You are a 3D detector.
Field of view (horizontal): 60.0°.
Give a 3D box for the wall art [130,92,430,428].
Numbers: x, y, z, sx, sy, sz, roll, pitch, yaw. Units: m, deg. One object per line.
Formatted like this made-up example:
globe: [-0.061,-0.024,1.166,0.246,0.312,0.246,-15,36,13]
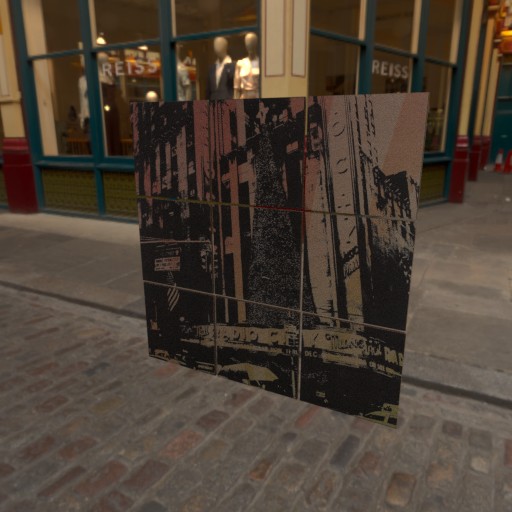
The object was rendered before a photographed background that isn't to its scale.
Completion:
wall art: [0.000,0.000,2.266,1.527,1.521,0.017,8,18,26]
